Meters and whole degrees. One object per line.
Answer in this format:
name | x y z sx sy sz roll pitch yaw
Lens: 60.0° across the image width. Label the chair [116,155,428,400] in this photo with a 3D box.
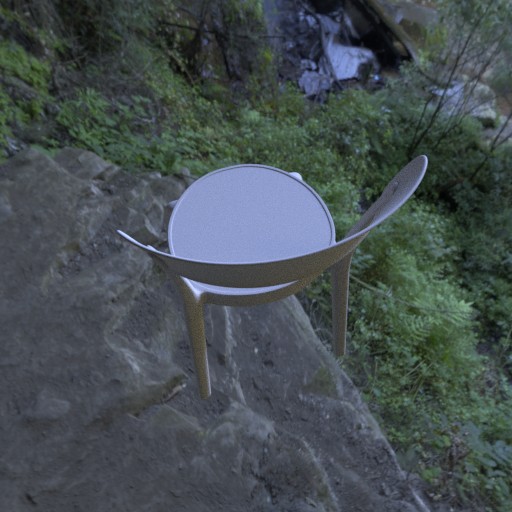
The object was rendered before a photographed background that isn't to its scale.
chair | 0.000 0.000 1.073 0.506 0.790 0.491 -15 60 -9
